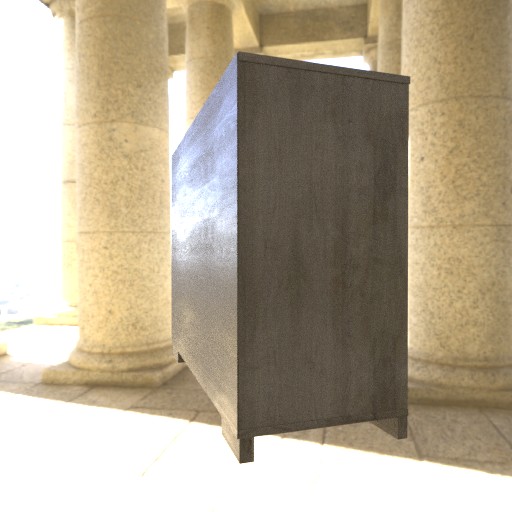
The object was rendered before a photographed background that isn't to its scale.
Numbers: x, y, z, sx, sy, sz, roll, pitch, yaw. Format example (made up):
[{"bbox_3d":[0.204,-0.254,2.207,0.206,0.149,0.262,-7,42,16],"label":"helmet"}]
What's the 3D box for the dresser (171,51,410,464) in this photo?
[{"bbox_3d":[0.000,0.000,1.407,0.404,0.816,0.994,0,1,-18],"label":"dresser"}]
